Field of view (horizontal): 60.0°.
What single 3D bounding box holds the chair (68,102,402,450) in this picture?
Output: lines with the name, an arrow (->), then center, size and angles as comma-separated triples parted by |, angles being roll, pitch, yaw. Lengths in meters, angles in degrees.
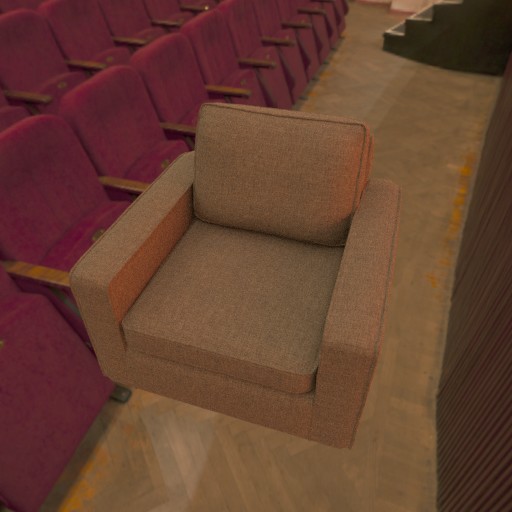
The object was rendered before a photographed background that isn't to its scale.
chair -> 0.000, 0.000, 1.716 | 1.016, 0.914, 0.940 | 12, 42, 13
